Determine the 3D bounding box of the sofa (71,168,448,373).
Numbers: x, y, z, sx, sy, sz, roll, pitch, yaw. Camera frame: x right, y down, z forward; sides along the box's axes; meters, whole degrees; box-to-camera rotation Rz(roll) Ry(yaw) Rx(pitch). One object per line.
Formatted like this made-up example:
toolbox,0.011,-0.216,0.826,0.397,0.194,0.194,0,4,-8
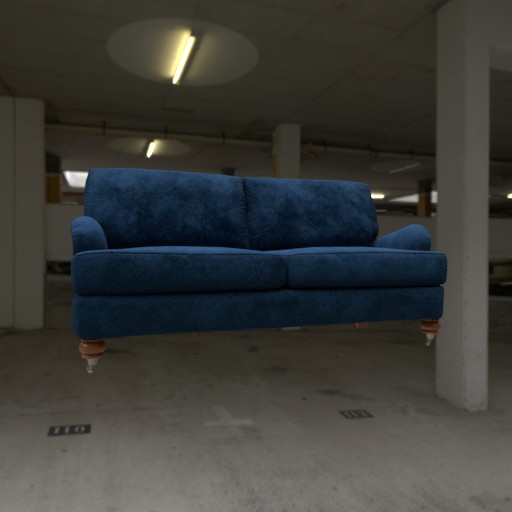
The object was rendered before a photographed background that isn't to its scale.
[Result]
sofa,0.000,0.000,2.797,2.141,1.101,1.084,0,0,-19
